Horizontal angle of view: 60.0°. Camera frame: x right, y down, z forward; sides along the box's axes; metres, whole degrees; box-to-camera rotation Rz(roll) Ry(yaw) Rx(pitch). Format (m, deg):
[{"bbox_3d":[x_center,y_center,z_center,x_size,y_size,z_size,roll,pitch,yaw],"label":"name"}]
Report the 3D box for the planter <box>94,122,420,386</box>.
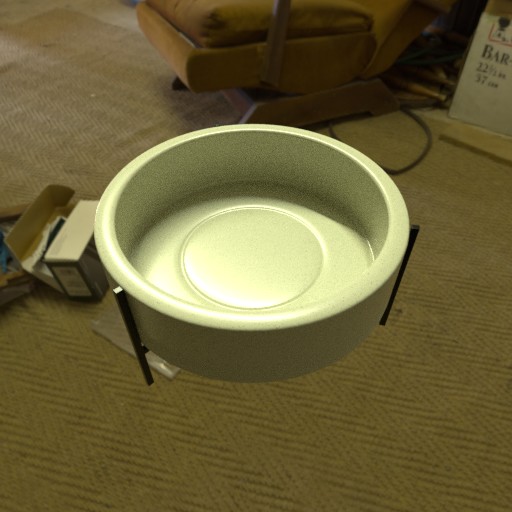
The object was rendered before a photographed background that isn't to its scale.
[{"bbox_3d":[0.000,0.000,0.542,0.345,0.171,0.336,10,47,9],"label":"planter"}]
